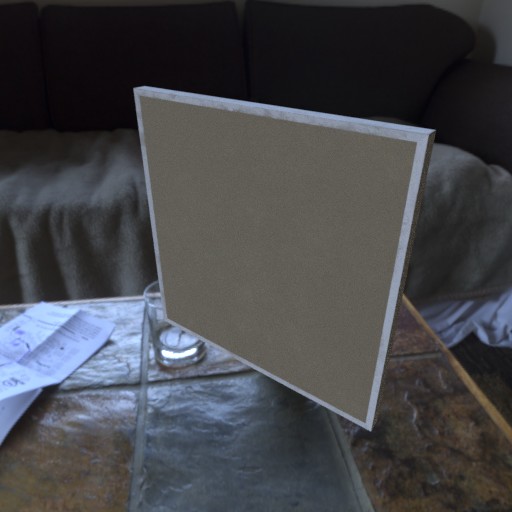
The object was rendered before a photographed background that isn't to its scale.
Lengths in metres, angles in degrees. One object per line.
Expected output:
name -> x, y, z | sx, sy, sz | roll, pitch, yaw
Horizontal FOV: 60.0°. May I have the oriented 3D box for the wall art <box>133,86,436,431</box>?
wall art -> 0.000, 0.000, 1.152 | 0.760, 0.757, 0.038 | 20, 36, 31
